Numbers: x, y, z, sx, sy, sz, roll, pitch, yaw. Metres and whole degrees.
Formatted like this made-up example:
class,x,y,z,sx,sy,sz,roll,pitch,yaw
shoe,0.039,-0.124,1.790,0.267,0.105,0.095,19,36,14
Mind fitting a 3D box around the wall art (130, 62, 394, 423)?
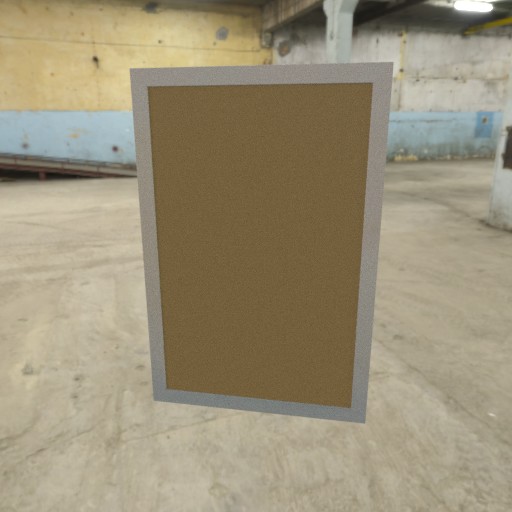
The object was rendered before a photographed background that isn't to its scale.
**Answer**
class,x,y,z,sx,sy,sz,roll,pitch,yaw
wall art,0.000,0.000,1.439,0.764,1.143,0.038,3,16,10
